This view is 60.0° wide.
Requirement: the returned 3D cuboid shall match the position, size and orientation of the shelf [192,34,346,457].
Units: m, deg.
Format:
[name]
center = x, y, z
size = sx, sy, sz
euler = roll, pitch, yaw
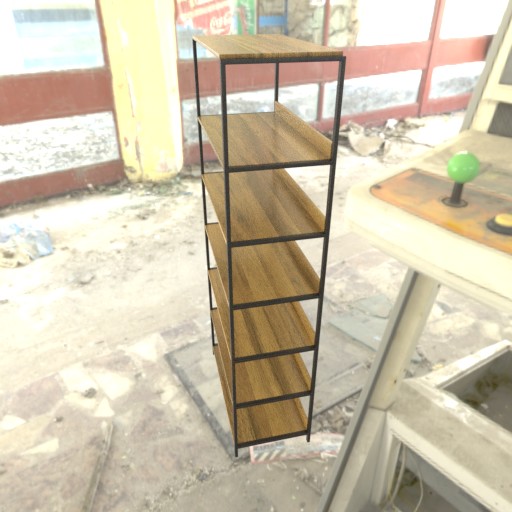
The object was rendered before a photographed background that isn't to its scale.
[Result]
[shelf]
center = 0.000, 0.000, 2.311
size = 0.431, 2.015, 0.847
euler = -7, 31, -11
